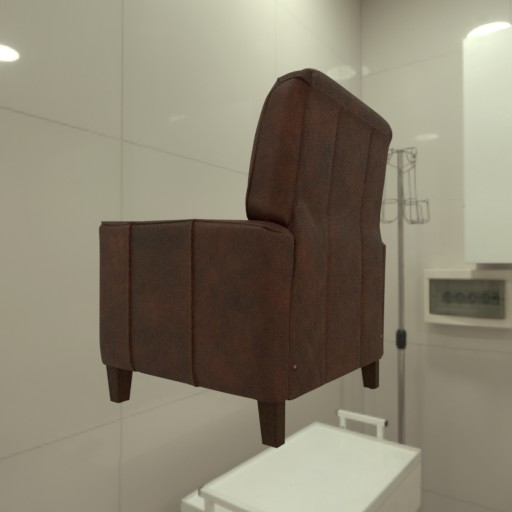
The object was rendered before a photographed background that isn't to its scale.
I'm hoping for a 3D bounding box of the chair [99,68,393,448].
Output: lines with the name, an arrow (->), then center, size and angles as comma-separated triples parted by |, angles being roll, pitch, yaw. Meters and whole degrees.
chair -> 0.000, 0.000, 1.669 | 0.836, 1.043, 0.843 | -1, -2, 36
